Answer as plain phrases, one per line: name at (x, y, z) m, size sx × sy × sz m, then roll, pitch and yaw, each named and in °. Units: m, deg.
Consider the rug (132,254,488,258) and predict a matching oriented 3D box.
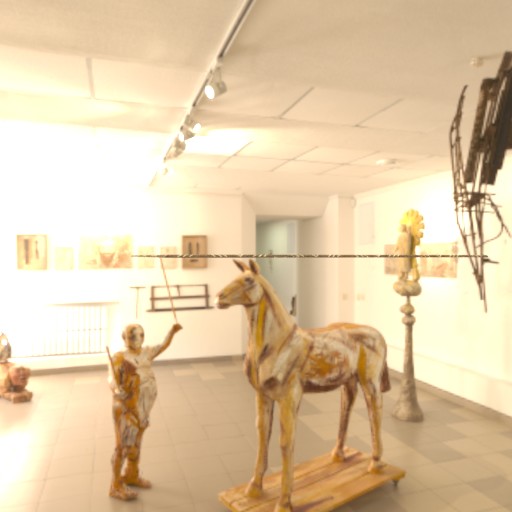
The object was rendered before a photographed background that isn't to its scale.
rug at (0.000, 0.000, 3.051) m, size 1.541 × 0.012 × 2.457 m, roll 0°, pitch 0°, yaw -19°
